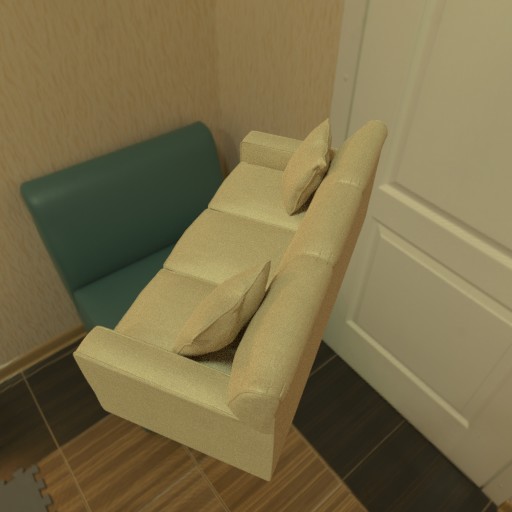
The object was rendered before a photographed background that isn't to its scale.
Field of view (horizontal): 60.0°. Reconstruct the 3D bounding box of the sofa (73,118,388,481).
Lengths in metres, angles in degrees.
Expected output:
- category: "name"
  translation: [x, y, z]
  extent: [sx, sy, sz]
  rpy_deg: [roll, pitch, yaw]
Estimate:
- category: "sofa"
  translation: [0.000, 0.000, 2.558]
  extent: [0.997, 0.958, 2.024]
  rpy_deg: [16, 48, 15]
